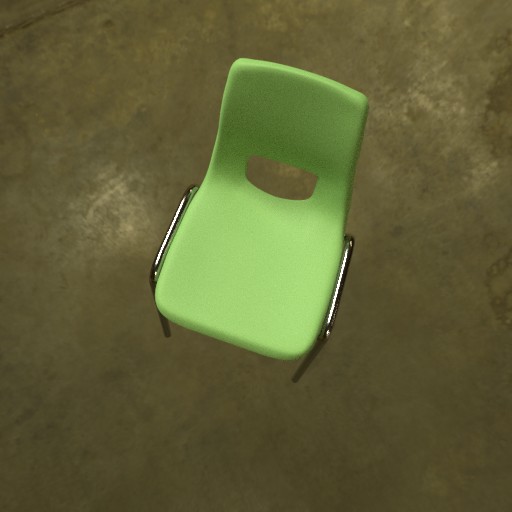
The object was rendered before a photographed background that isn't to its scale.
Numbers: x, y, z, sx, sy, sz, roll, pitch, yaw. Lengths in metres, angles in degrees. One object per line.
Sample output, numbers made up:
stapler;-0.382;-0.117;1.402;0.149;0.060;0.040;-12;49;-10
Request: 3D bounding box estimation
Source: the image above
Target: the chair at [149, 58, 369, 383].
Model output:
chair;0.000;0.000;0.917;0.381;0.653;0.436;18;77;4
